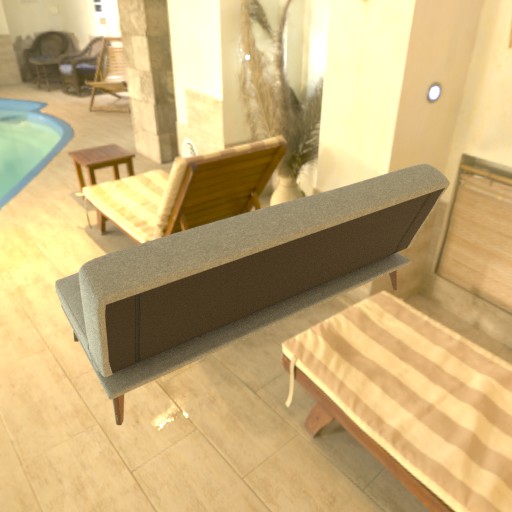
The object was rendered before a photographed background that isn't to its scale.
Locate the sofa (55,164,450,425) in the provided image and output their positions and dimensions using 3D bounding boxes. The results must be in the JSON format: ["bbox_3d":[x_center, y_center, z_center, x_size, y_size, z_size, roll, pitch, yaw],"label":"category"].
[{"bbox_3d":[0.000,0.000,2.245,1.800,0.810,0.860,-19,35,-29],"label":"sofa"}]
